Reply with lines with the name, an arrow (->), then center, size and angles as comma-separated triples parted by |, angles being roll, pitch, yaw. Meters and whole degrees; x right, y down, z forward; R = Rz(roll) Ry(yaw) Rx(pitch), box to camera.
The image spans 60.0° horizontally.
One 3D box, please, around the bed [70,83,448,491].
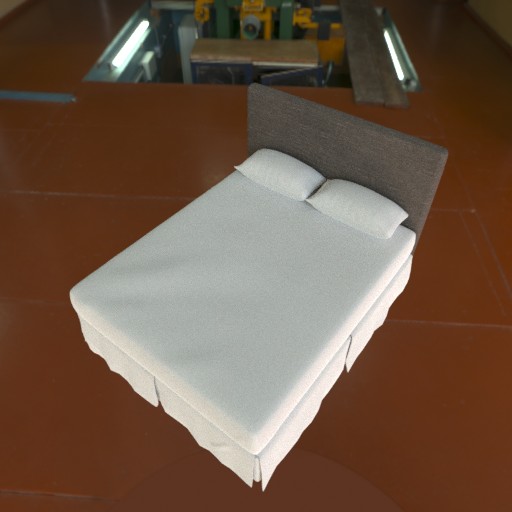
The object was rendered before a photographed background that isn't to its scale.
bed -> 0.000, 0.000, 3.120 | 1.723, 1.330, 2.142 | 29, 52, 26
